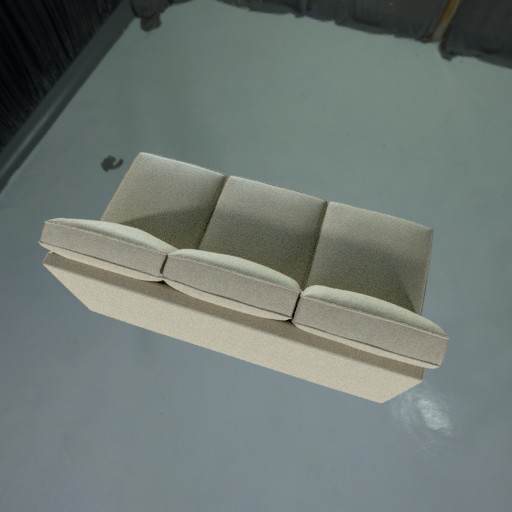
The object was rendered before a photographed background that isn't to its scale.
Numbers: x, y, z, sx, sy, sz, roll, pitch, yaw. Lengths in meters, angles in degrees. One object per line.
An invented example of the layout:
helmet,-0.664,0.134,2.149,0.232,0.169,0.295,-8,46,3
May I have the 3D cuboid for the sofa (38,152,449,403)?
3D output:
sofa,0.000,0.000,2.568,1.962,0.973,1.027,16,65,8
